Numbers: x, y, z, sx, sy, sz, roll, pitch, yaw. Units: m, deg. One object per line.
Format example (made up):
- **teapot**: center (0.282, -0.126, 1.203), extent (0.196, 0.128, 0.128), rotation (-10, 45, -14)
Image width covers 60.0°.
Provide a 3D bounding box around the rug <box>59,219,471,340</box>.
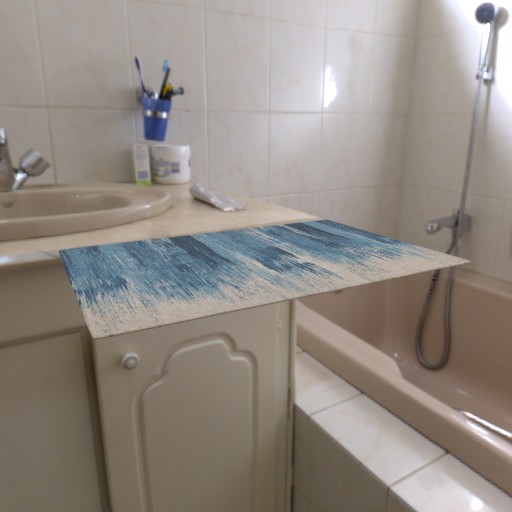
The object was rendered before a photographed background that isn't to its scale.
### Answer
- **rug**: center (0.000, 0.000, 2.348), extent (1.836, 0.009, 1.232), rotation (-8, 18, -27)
